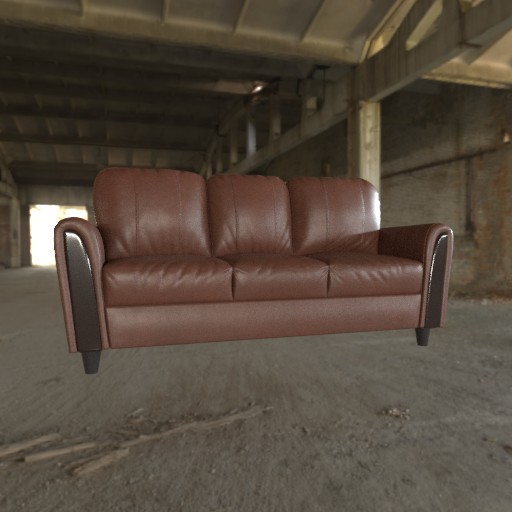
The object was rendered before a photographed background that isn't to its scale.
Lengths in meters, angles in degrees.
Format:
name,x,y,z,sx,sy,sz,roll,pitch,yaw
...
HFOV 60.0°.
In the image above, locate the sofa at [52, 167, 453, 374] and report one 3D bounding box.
name,x,y,z,sx,sy,sz,roll,pitch,yaw
sofa,0.000,0.000,2.323,1.862,0.915,0.802,-1,2,-18
